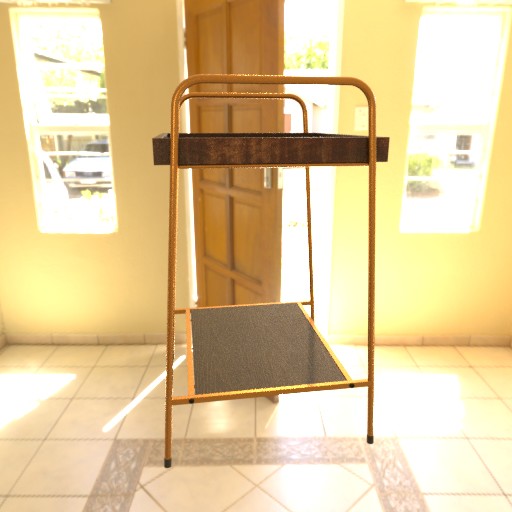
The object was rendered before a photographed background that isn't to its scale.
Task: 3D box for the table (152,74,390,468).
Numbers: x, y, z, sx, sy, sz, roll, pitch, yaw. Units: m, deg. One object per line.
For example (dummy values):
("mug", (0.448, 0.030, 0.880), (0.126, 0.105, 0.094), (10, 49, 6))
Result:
("table", (0.000, 0.000, 0.990), (0.430, 0.710, 0.430), (-3, 17, -9))
